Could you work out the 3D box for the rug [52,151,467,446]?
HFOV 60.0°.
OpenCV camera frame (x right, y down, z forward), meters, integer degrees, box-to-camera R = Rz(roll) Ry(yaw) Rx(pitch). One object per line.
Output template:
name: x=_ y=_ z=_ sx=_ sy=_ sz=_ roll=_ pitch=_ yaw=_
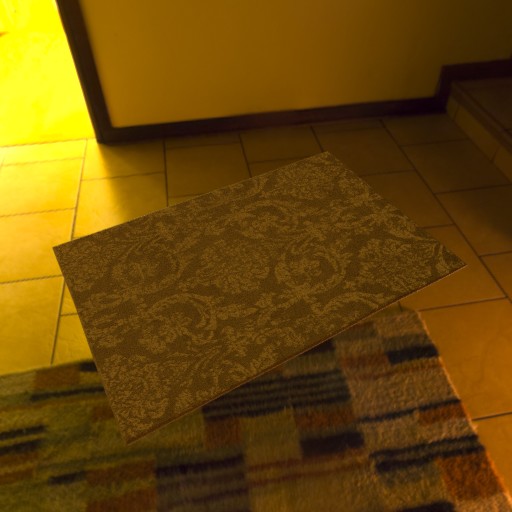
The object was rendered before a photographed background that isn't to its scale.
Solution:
rug: x=0.000 y=0.000 z=2.327 sx=1.824 sy=0.012 sz=1.206 roll=-23 pitch=51 yaw=-20
